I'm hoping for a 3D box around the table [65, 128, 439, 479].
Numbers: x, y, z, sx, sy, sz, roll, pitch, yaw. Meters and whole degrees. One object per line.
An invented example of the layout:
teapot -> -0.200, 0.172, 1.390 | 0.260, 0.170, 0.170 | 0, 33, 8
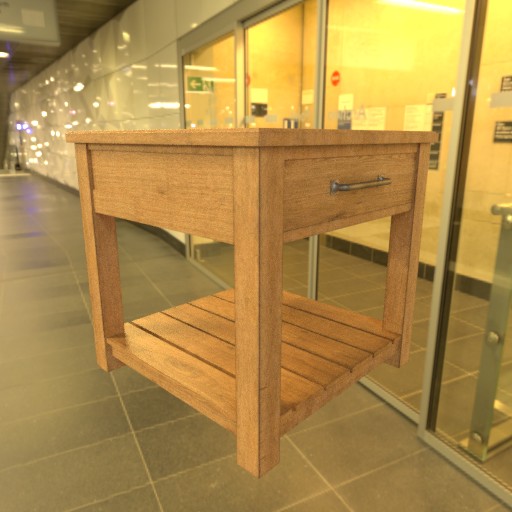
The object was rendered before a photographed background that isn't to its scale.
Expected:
table -> 0.000, 0.000, 1.095 | 0.612, 0.593, 0.616 | 14, 20, 42
